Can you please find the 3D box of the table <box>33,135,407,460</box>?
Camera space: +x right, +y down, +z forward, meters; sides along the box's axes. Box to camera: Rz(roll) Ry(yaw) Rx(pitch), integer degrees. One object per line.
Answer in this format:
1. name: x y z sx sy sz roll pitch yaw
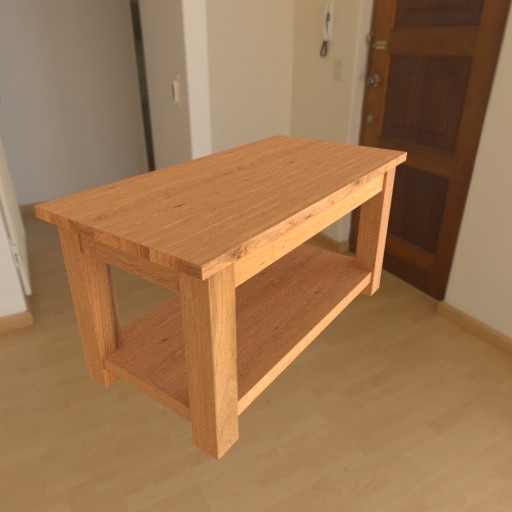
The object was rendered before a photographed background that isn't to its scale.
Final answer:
1. table: 0.000 0.000 1.193 0.450 0.452 0.899 17 31 32
